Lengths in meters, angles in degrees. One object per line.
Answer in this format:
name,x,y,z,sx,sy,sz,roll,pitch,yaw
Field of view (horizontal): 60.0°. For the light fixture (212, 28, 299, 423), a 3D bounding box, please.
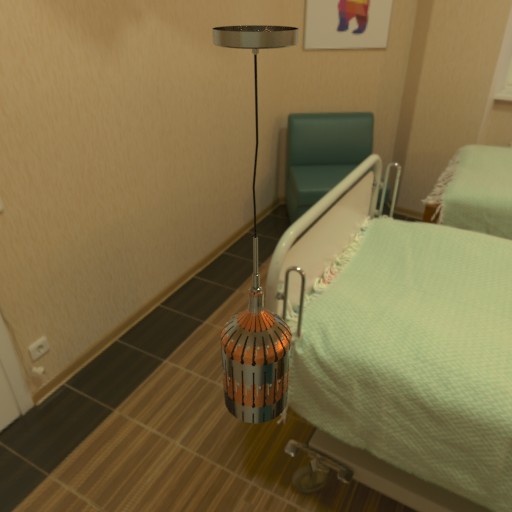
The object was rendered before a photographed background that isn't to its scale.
light fixture,0.000,0.000,1.676,0.303,1.535,0.303,0,31,0
